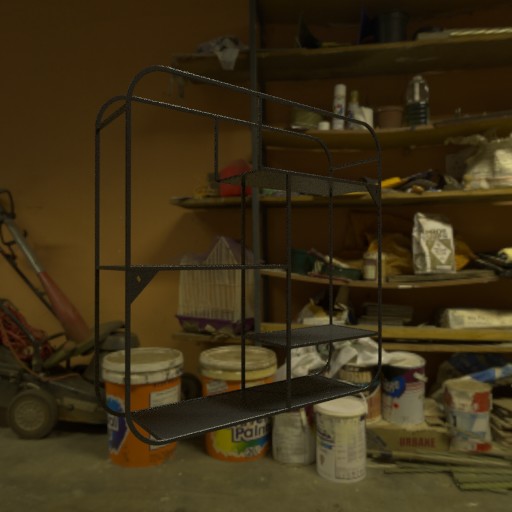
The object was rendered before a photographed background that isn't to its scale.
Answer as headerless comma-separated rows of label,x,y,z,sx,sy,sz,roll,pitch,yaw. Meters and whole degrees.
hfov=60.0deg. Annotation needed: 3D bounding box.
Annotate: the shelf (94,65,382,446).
shelf,0.000,0.000,0.908,0.600,0.600,0.160,0,-1,-36
